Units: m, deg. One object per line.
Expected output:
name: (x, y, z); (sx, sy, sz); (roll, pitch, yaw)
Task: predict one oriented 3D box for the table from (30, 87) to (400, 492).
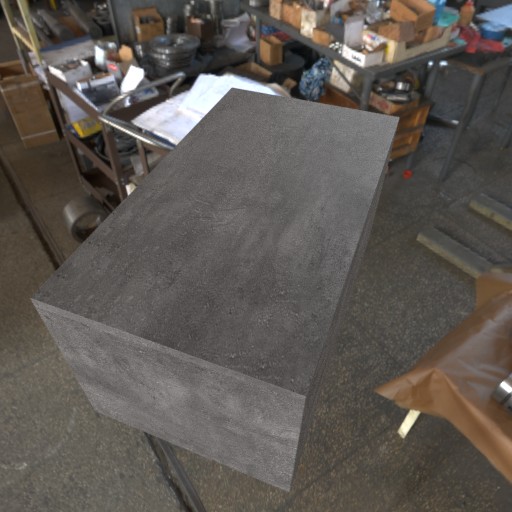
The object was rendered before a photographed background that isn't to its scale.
table: (0.000, 0.000, 0.917); (0.400, 0.350, 0.700); (16, 48, 15)
